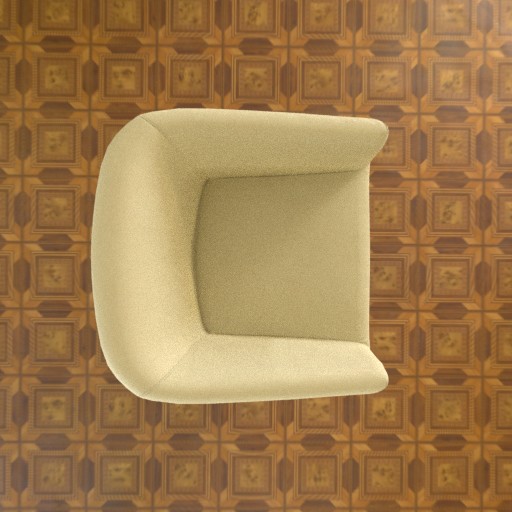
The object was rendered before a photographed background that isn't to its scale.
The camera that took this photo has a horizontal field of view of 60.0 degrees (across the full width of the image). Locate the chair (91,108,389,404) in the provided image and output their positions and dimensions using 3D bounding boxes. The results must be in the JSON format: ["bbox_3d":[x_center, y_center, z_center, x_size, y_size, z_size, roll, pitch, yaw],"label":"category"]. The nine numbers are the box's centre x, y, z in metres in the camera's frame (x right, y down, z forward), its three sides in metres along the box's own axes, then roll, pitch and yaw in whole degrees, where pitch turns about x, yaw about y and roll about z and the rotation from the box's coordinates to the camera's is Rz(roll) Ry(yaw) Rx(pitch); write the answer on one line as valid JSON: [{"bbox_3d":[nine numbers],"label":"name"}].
[{"bbox_3d":[0.000,0.000,1.280,0.657,0.822,0.643,0,90,0],"label":"chair"}]
